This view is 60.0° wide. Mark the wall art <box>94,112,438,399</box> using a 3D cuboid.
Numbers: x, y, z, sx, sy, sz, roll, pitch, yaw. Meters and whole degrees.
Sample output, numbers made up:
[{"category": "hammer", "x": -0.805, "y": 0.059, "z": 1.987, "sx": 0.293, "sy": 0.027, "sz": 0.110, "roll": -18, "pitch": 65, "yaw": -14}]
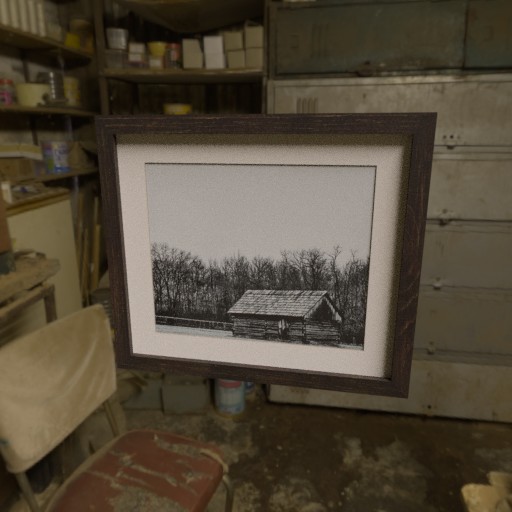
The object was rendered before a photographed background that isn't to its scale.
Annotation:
[{"category": "wall art", "x": 0.000, "y": 0.000, "z": 0.542, "sx": 0.381, "sy": 0.330, "sz": 0.031, "roll": 3, "pitch": 16, "yaw": 11}]
